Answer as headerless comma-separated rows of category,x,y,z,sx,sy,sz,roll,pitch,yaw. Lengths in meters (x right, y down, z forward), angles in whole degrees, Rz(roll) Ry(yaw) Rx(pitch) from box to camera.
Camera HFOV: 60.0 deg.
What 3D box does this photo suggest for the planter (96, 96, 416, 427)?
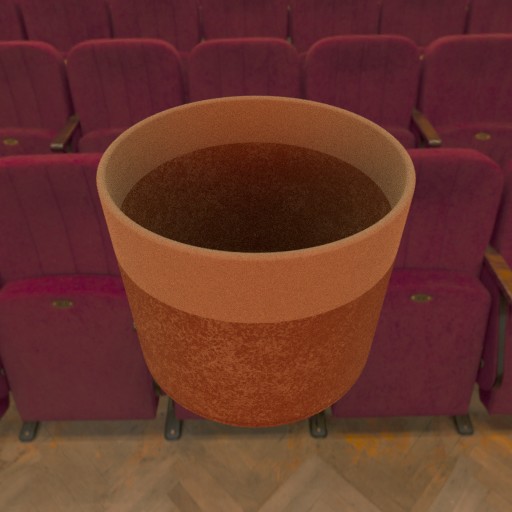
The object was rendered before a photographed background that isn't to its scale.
planter,0.000,0.000,0.272,0.159,0.138,0.159,0,41,0
